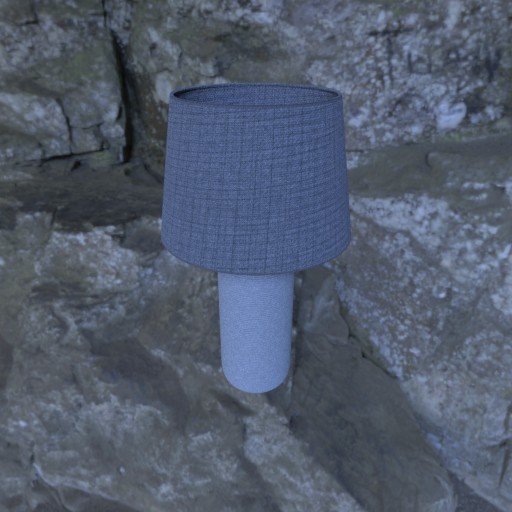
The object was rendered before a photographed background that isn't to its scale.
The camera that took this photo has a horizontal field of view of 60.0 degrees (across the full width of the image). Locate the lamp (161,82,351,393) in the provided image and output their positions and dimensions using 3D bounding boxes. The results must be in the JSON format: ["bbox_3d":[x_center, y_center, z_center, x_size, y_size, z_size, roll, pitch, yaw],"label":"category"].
[{"bbox_3d":[0.000,0.000,0.614,0.251,0.429,0.251,0,27,0],"label":"lamp"}]
